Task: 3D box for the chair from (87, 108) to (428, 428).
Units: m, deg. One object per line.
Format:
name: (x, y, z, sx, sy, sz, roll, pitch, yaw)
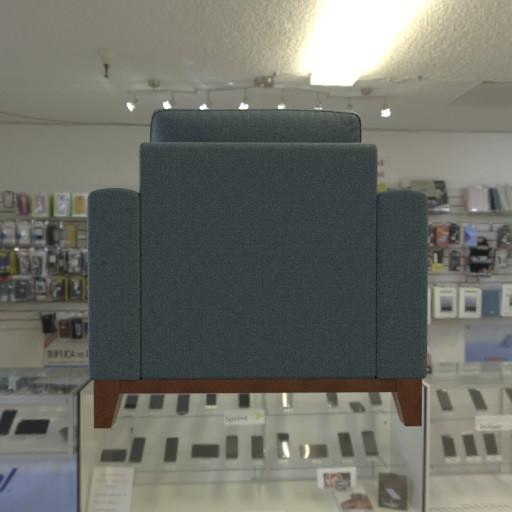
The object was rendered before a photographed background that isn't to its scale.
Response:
chair: (0.000, 0.000, 1.835, 1.024, 1.010, 1.038, 0, 1, -1)
